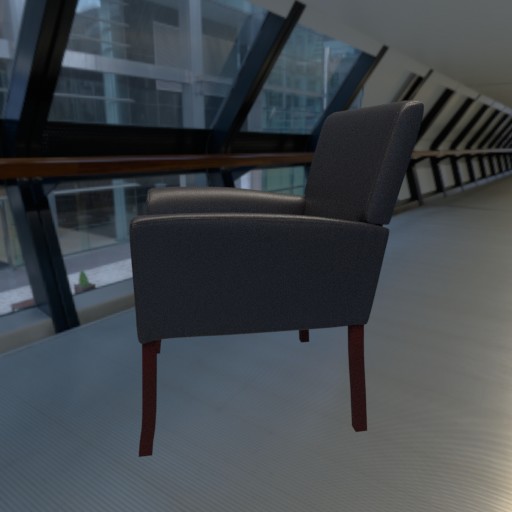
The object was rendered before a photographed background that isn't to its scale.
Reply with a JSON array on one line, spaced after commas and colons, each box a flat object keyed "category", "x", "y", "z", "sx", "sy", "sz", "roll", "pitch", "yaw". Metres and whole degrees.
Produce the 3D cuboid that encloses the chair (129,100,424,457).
[{"category": "chair", "x": 0.000, "y": 0.000, "z": 1.478, "sx": 0.772, "sy": 0.951, "sz": 0.683, "roll": -3, "pitch": 15, "yaw": -9}]
